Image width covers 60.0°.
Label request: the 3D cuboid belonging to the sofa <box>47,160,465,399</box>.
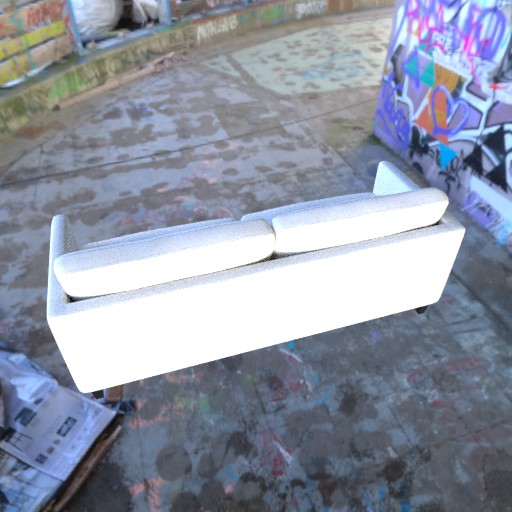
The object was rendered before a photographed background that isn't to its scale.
[{"bbox_3d":[0.000,0.000,2.921,2.434,0.965,0.948,-12,42,-14],"label":"sofa"}]
